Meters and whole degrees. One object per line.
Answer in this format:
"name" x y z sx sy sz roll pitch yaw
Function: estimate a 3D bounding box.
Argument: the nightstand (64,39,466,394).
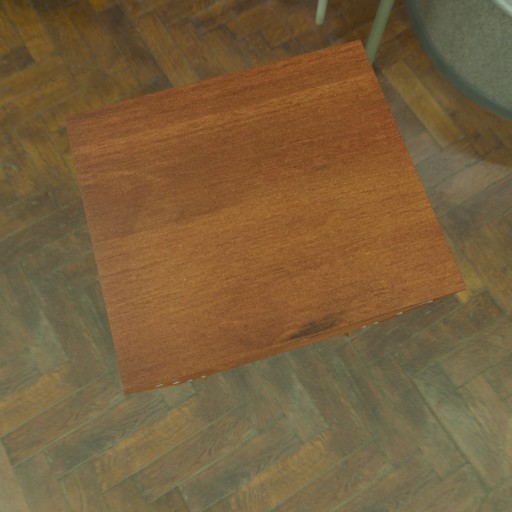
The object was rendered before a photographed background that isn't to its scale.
"nightstand" 0.000 0.000 0.910 0.460 0.618 0.411 -16 76 -4
